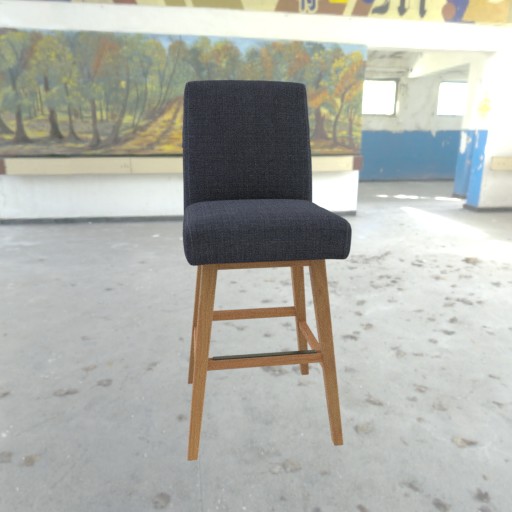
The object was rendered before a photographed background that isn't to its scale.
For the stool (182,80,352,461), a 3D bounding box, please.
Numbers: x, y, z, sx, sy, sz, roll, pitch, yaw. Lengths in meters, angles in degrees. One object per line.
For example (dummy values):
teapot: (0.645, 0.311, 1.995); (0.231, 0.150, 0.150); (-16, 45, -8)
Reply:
stool: (0.000, 0.000, 1.433); (0.483, 1.112, 0.570); (-2, 16, -8)
